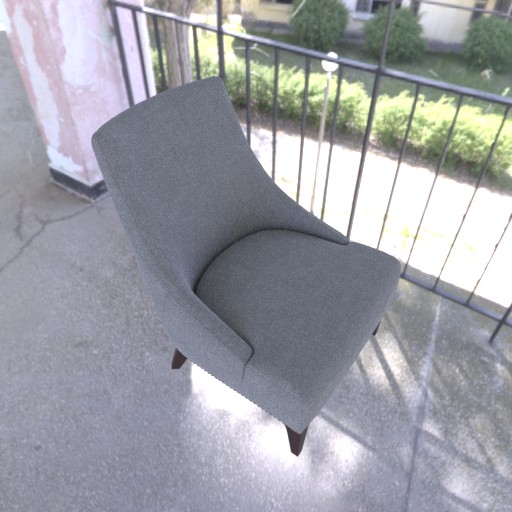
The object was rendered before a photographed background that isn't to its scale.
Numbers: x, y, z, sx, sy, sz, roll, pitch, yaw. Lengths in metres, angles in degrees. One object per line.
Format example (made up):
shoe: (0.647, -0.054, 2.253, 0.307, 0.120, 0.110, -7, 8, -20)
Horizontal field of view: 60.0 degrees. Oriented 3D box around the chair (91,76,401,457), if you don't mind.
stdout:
chair: (0.000, 0.000, 1.511, 0.861, 0.909, 0.701, 26, 48, 25)
